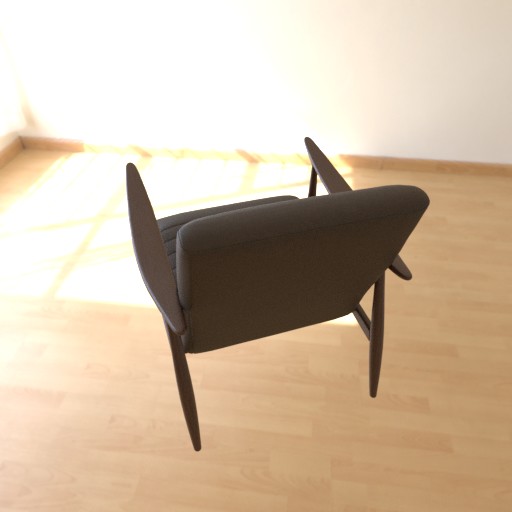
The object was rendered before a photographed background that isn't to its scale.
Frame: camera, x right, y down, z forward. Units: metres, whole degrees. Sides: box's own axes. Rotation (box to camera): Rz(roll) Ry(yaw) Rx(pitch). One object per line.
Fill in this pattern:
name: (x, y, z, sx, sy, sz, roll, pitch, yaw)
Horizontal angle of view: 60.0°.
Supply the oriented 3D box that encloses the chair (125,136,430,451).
chair: (0.000, 0.000, 1.438, 0.741, 0.831, 0.798, -12, 41, -14)
